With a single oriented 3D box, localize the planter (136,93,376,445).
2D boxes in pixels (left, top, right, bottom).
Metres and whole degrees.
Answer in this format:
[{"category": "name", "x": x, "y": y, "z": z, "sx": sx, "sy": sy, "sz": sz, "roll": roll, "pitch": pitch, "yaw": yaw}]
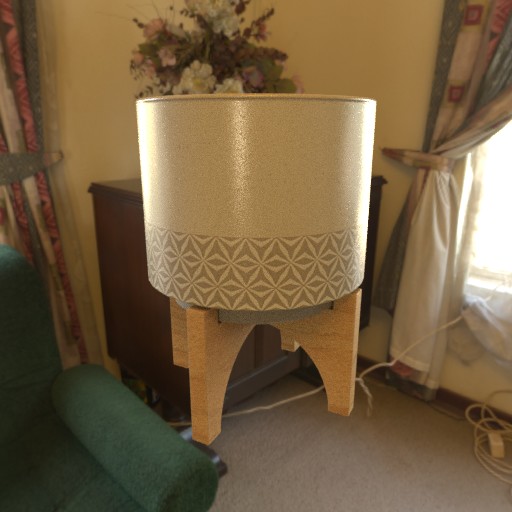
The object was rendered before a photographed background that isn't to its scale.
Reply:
[{"category": "planter", "x": 0.000, "y": 0.000, "z": 0.521, "sx": 0.249, "sy": 0.343, "sz": 0.249, "roll": 0, "pitch": 16, "yaw": 0}]
